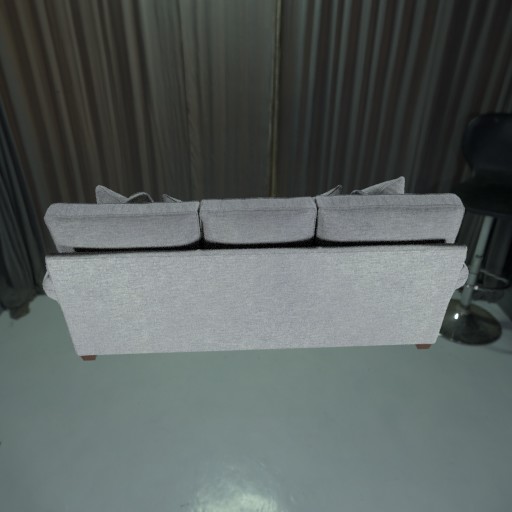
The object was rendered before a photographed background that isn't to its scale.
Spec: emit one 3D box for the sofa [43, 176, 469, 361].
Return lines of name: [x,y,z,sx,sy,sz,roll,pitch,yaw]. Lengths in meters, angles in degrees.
sofa: [0.000,0.000,2.779,2.312,0.975,0.965,-1,30,-2]
